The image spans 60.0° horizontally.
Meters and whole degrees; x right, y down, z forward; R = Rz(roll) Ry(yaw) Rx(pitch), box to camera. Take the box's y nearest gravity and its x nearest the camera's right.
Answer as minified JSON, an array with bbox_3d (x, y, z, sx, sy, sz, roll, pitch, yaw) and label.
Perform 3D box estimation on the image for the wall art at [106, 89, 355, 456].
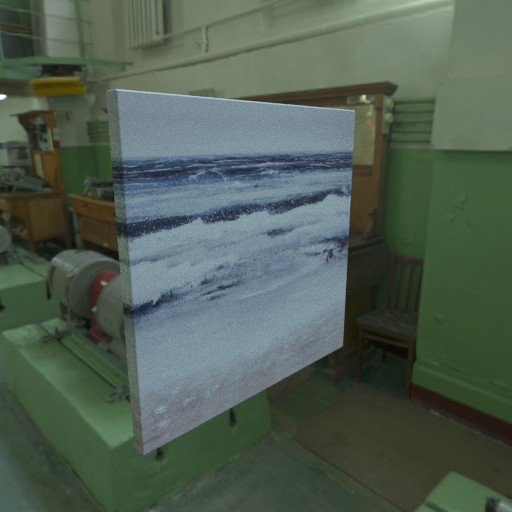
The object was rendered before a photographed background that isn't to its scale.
[{"bbox_3d":[0.000,0.000,1.142,0.065,0.747,0.755,14,20,43],"label":"wall art"}]
